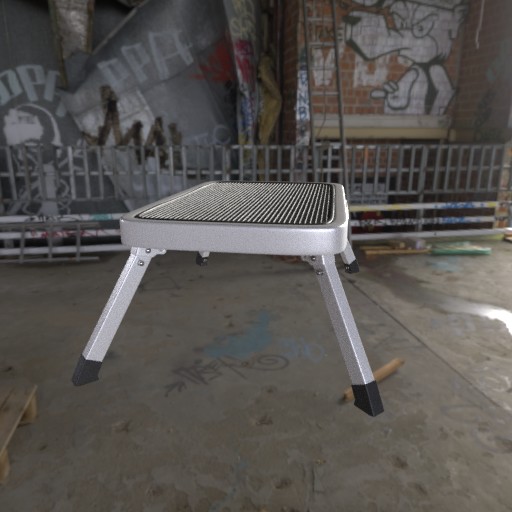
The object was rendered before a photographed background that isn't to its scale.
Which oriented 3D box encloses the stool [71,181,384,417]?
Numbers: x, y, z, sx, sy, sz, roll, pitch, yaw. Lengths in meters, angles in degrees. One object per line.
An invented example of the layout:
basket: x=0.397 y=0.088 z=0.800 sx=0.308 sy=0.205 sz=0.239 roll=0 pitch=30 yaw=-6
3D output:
stool: x=0.000 y=0.000 z=0.628 sx=0.320 sy=0.170 sz=0.460 roll=3 pitch=16 yaw=9
